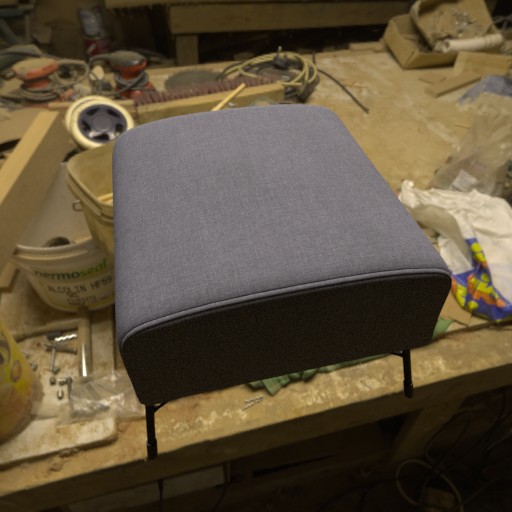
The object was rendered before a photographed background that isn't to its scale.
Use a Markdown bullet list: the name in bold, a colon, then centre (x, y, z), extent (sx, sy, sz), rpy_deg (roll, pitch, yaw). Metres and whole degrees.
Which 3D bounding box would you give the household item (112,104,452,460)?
- **household item**: centre (0.000, 0.000, 0.879), extent (0.530, 0.410, 0.530), rpy_deg (-10, 47, -9)
